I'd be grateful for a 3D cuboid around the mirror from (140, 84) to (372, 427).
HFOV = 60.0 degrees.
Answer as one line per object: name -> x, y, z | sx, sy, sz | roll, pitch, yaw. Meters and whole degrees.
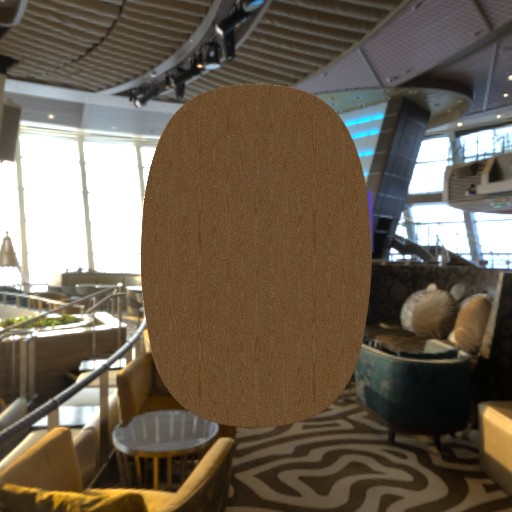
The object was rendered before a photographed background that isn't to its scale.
mirror -> 0.000, 0.000, 1.403 | 0.724, 1.075, 0.037 | 0, 0, 0
